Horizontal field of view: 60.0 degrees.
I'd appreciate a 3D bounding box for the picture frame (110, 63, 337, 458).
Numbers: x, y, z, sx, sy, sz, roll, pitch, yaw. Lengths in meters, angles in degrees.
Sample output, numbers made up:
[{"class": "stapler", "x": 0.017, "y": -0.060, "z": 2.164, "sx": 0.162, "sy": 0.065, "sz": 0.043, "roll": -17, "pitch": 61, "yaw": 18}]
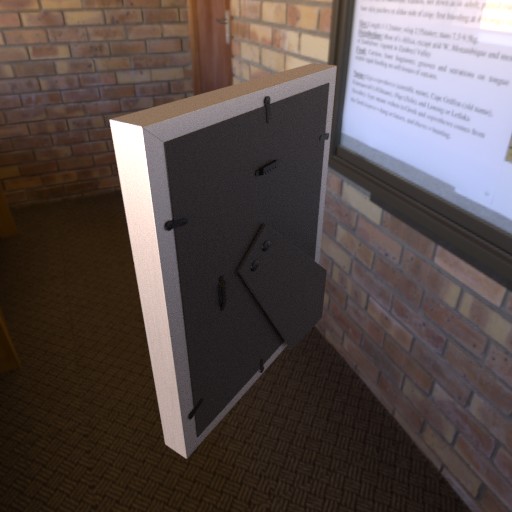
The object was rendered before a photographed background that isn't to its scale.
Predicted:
[{"class": "picture frame", "x": 0.000, "y": 0.000, "z": 0.388, "sx": 0.036, "sy": 0.282, "sz": 0.233, "roll": 20, "pitch": 37, "yaw": 28}]
